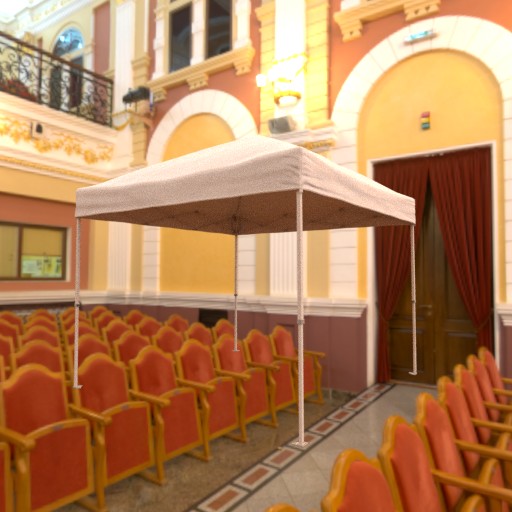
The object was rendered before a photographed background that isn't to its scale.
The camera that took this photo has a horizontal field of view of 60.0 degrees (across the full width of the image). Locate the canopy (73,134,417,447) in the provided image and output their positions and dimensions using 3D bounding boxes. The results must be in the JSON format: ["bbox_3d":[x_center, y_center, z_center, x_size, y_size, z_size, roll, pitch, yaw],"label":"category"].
[{"bbox_3d":[0.000,0.000,5.403,2.996,2.997,2.998,-2,-3,36],"label":"canopy"}]
